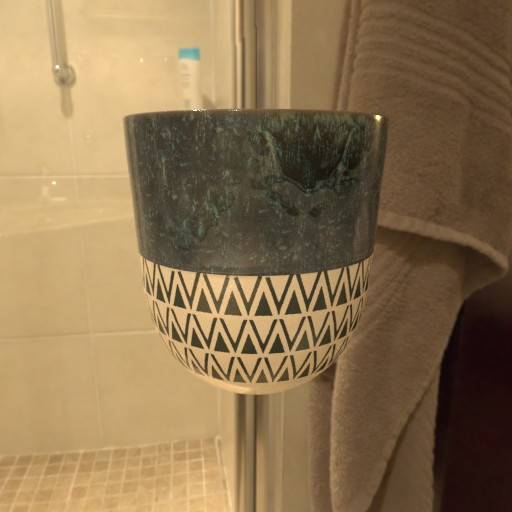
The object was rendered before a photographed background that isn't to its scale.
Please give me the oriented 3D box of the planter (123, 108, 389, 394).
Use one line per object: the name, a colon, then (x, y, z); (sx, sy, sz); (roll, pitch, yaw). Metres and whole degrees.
planter: (0.000, 0.000, 0.362); (0.195, 0.214, 0.195); (0, 14, 0)
